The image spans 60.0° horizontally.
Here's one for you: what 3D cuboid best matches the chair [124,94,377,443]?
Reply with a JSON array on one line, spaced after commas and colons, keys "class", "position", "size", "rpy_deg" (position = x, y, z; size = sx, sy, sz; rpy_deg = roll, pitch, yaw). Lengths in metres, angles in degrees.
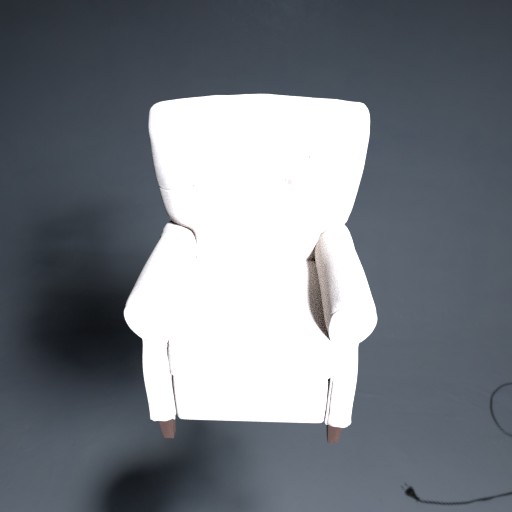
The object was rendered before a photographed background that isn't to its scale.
[{"class": "chair", "position": [0.000, 0.000, 1.902], "size": [0.942, 1.209, 1.025], "rpy_deg": [1, 29, 2]}]
